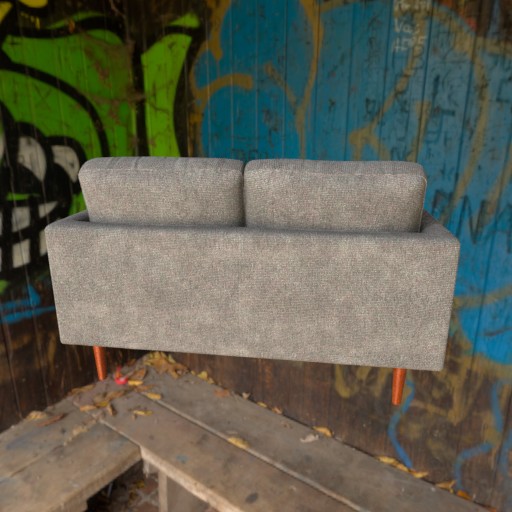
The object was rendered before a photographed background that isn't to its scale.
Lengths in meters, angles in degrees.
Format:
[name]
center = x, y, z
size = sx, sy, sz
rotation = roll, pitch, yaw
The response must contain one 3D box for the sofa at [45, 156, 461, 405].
[sofa]
center = 0.000, 0.000, 2.096
size = 1.582, 0.956, 0.903
rotation = 2, 18, 8
